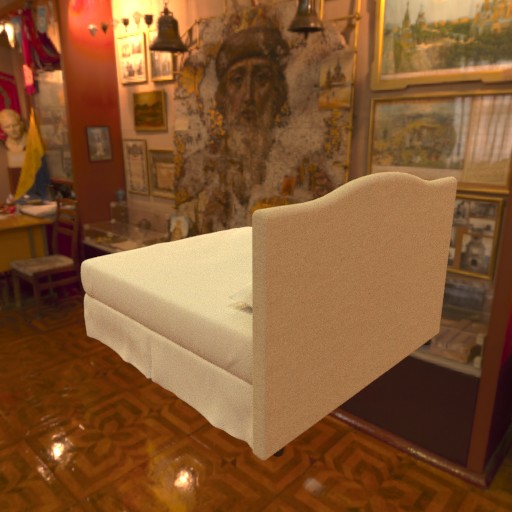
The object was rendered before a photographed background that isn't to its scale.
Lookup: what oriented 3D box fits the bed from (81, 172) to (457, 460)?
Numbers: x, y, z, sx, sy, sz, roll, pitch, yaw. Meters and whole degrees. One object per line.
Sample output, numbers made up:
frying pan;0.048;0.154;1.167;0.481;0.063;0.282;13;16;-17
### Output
bed;0.000;0.000;3.480;2.182;1.421;2.083;15;22;43
